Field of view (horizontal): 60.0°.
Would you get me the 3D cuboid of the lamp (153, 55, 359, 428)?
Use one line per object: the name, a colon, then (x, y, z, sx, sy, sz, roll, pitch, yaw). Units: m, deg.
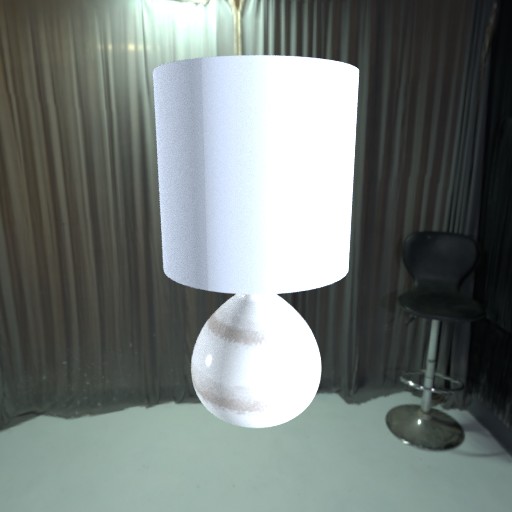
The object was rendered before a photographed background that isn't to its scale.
lamp: (0.000, 0.000, 0.527, 0.217, 0.404, 0.217, -3, 15, -10)
